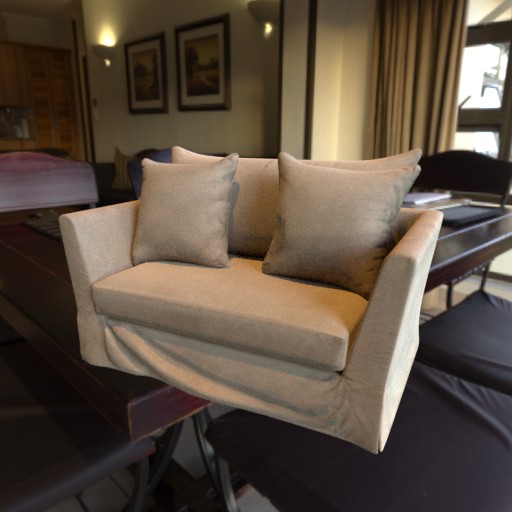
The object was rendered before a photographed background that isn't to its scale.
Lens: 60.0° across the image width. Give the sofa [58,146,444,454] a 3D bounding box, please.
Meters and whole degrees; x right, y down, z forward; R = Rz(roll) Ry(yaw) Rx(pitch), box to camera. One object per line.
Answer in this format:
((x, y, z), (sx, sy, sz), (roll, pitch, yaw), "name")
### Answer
((0.000, 0.000, 2.197), (1.608, 1.040, 1.035), (8, 17, 26), "sofa")
